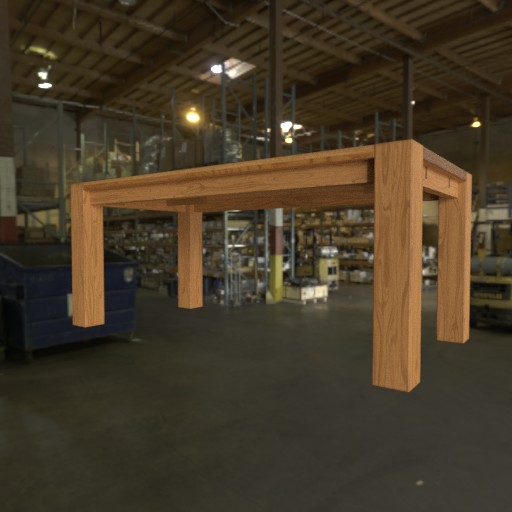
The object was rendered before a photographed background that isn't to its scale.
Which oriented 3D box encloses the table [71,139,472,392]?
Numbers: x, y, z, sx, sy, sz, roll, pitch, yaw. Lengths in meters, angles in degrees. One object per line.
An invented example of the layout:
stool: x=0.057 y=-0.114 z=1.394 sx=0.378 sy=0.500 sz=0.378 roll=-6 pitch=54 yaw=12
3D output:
table: x=0.000 y=0.000 z=2.218 sx=1.800 sy=0.760 sz=0.900 roll=2 pitch=3 yaw=36
